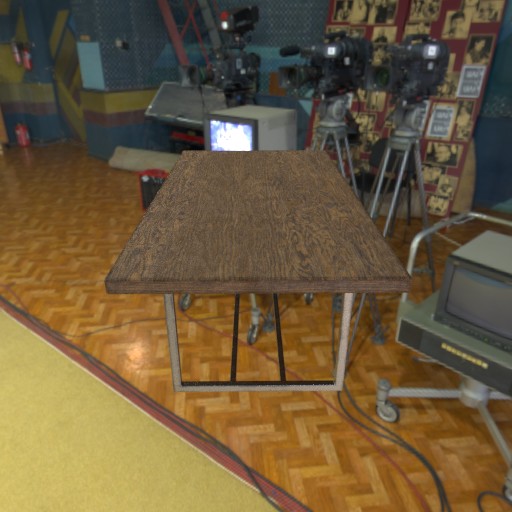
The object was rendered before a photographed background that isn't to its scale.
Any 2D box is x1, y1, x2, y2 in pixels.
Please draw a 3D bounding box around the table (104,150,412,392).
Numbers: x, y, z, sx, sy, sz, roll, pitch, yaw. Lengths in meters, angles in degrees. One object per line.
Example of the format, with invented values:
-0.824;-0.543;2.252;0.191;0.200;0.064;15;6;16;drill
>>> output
0.000;0.000;2.611;1.078;0.795;1.989;0;26;-1;table
